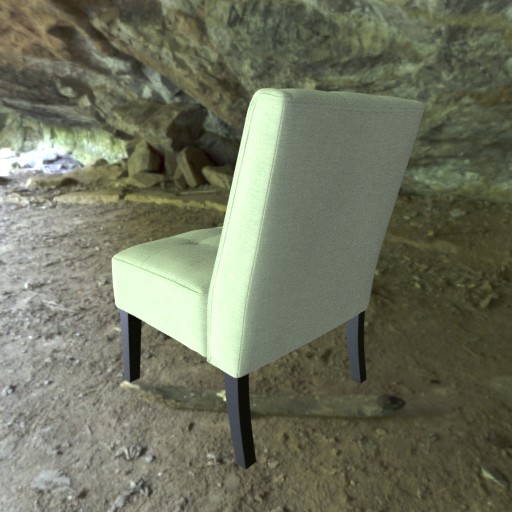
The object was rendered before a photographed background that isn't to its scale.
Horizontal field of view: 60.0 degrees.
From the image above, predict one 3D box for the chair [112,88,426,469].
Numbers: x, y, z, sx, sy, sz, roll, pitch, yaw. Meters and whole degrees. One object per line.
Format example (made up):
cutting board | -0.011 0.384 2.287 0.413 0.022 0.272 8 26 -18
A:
chair | 0.000 0.000 1.269 0.676 0.853 0.569 15 22 42
